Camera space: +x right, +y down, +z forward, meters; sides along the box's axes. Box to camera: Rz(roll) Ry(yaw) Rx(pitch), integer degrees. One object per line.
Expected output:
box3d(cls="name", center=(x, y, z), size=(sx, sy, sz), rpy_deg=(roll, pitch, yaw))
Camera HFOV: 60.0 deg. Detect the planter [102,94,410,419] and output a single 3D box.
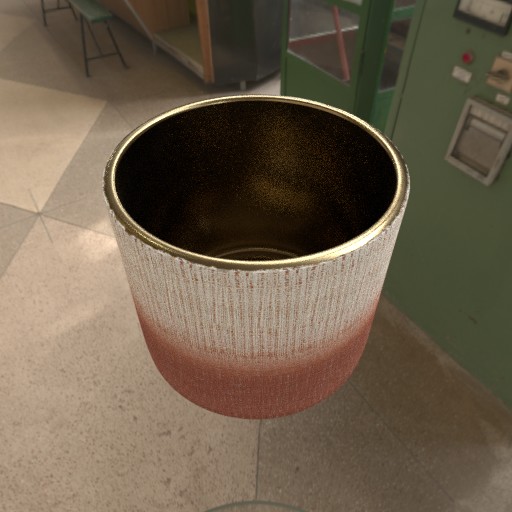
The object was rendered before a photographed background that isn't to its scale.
box3d(cls="planter", center=(0.000, 0.000, 0.313), size=(0.178, 0.157, 0.178), rpy_deg=(0, 45, 0))
